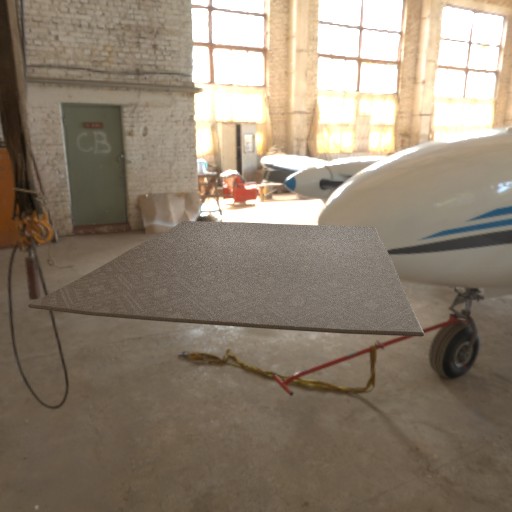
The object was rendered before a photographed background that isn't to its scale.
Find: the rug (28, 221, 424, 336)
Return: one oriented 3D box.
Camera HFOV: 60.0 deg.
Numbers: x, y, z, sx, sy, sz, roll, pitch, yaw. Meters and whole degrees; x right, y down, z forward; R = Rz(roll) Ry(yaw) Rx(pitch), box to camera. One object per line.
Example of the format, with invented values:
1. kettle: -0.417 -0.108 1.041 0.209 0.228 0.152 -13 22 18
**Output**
1. rug: 0.000 0.000 4.022 2.399 0.054 3.011 3 15 9
